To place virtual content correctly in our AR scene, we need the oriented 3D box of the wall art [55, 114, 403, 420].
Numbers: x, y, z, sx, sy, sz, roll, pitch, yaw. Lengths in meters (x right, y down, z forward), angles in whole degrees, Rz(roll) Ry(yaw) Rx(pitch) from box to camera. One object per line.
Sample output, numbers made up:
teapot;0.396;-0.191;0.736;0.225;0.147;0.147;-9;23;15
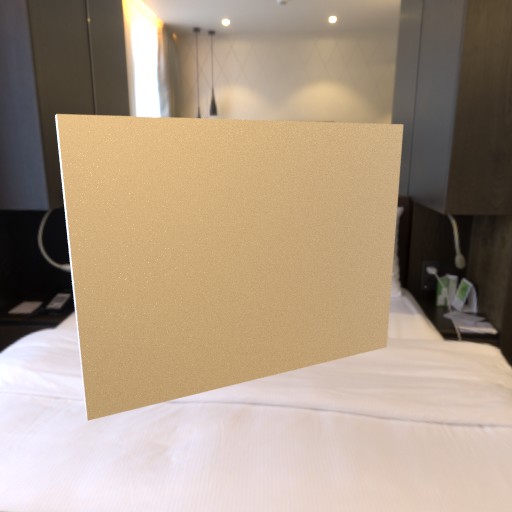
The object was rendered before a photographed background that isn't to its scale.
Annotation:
wall art;0.000;0.000;1.371;1.056;0.801;0.066;-7;15;-25
